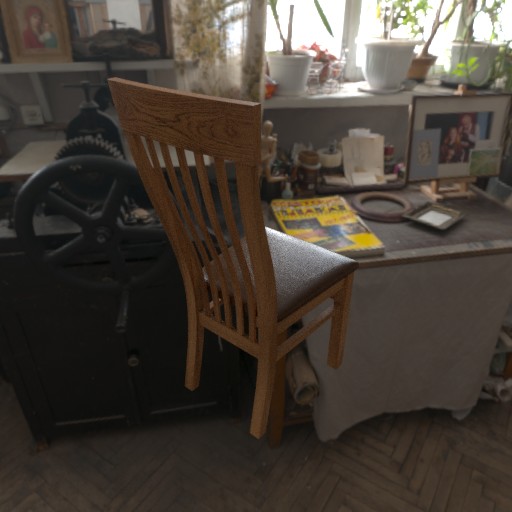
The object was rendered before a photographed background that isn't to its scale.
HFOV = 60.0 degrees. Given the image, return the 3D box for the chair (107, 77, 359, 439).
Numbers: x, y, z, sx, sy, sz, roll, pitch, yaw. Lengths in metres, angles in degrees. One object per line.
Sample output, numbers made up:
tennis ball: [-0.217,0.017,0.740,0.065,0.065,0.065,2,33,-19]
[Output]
chair: [0.000,0.000,1.367,0.450,1.050,0.580,23,38,34]
